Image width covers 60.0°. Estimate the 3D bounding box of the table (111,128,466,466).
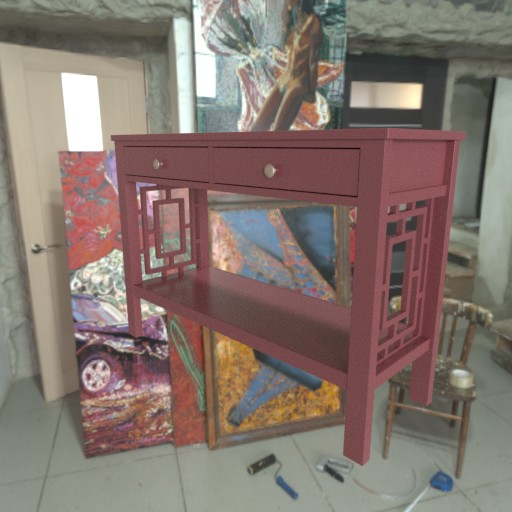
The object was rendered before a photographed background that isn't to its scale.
[{"bbox_3d":[0.000,0.000,1.415,1.068,0.753,0.397,14,20,43],"label":"table"}]
